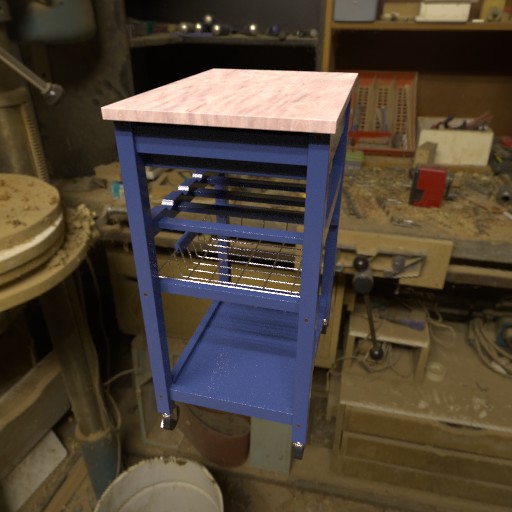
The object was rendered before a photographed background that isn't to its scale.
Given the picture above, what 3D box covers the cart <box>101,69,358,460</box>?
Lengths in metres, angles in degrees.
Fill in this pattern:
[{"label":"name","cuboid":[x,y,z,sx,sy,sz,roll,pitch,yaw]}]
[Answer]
[{"label":"cart","cuboid":[0.000,0.000,1.162,0.403,0.839,0.584,7,30,13]}]
